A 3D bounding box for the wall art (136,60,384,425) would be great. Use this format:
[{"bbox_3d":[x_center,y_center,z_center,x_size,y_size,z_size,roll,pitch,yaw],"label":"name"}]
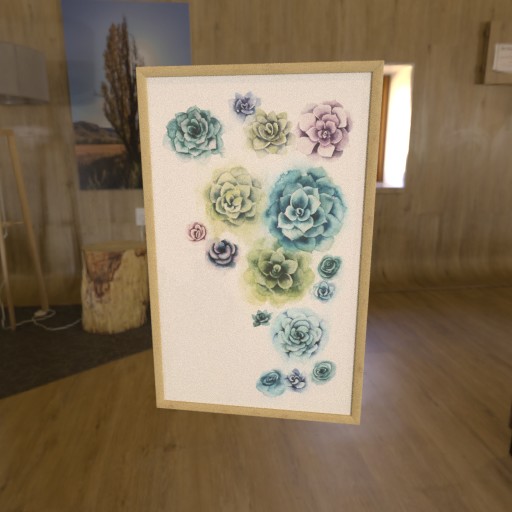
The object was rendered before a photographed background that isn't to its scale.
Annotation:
[{"bbox_3d":[0.000,0.000,1.012,0.510,0.810,0.039,2,14,8],"label":"wall art"}]
